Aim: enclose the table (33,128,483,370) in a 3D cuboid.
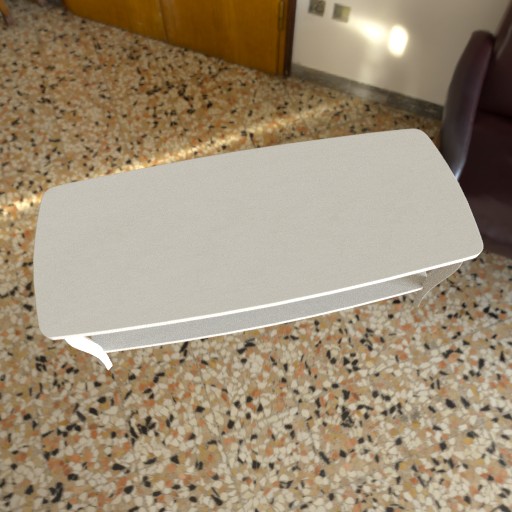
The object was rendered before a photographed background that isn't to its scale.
[{"bbox_3d":[0.000,0.000,1.570,1.334,0.474,0.561,-10,62,-6],"label":"table"}]
